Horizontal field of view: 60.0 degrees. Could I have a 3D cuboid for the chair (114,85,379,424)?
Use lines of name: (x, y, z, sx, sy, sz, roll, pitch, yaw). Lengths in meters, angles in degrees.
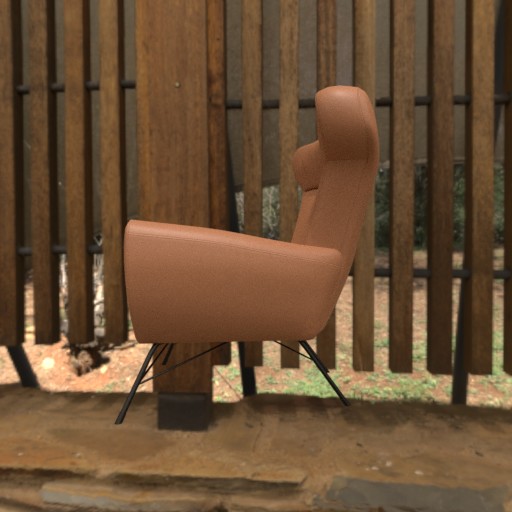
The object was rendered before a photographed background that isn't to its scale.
chair: (0.000, 0.000, 1.775, 0.900, 1.050, 0.980, 0, 1, -1)
